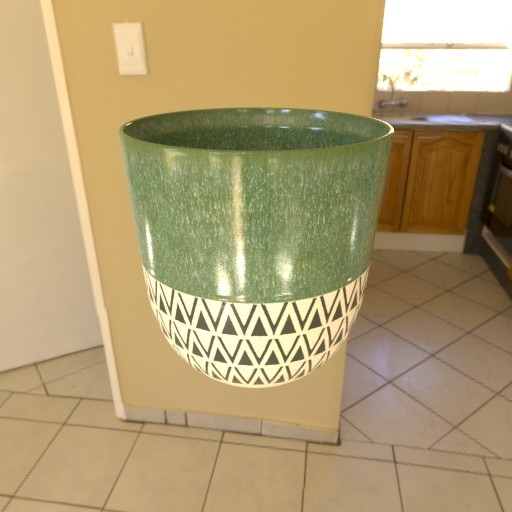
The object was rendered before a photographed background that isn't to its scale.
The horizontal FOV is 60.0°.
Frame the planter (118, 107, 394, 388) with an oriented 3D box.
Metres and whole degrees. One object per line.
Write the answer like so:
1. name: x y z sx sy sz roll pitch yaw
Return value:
1. planter: 0.000 0.000 0.370 0.195 0.214 0.195 0 25 0
